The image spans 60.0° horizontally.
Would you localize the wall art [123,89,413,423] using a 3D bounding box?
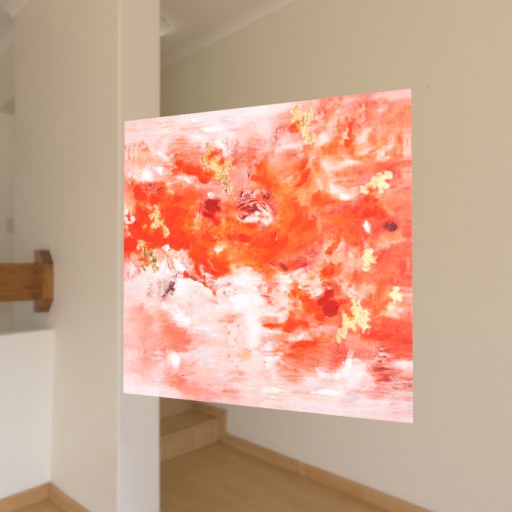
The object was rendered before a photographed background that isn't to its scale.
[{"bbox_3d":[0.000,0.000,1.323,0.878,0.878,0.066,0,-1,18],"label":"wall art"}]
